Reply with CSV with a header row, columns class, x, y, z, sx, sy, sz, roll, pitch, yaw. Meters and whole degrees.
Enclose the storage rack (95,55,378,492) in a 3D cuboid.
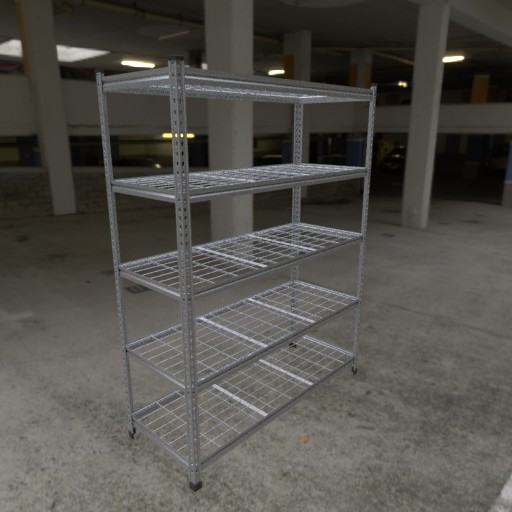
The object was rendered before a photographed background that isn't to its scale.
class,x,y,z,sx,sy,sz,roll,pitch,yaw
storage rack,0.000,0.000,2.637,0.610,1.981,1.524,15,22,41
